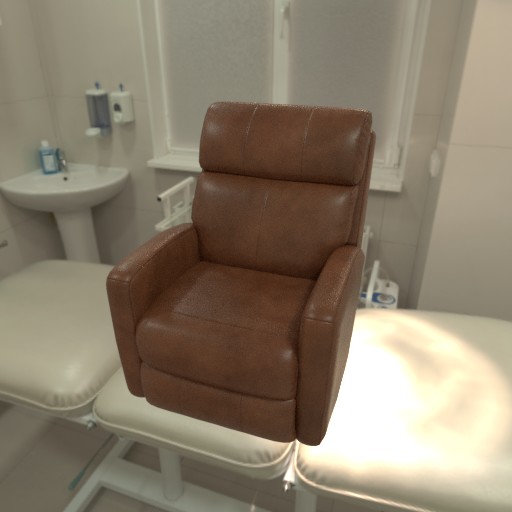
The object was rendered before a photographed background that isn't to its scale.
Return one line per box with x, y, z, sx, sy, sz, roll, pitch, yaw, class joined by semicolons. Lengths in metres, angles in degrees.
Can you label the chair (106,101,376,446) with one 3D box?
0.000;0.000;1.711;0.787;1.016;0.939;9;29;17;chair
